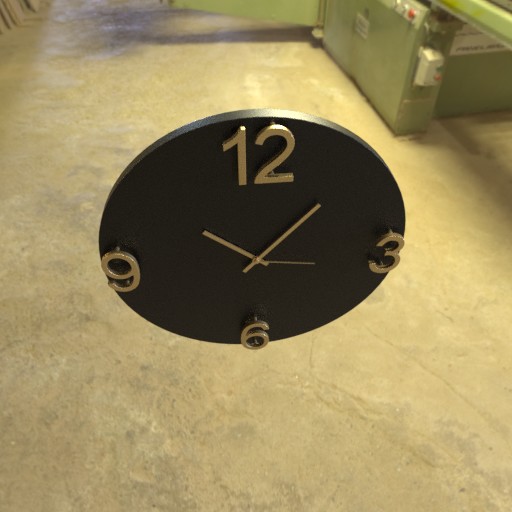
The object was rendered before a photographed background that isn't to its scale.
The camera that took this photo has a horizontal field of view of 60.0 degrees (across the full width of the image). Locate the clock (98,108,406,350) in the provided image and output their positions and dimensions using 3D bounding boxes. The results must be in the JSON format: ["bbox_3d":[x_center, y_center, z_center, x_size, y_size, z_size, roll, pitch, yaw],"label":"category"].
[{"bbox_3d":[0.000,0.000,0.672,0.454,0.454,0.038,-4,45,-4],"label":"clock"}]
